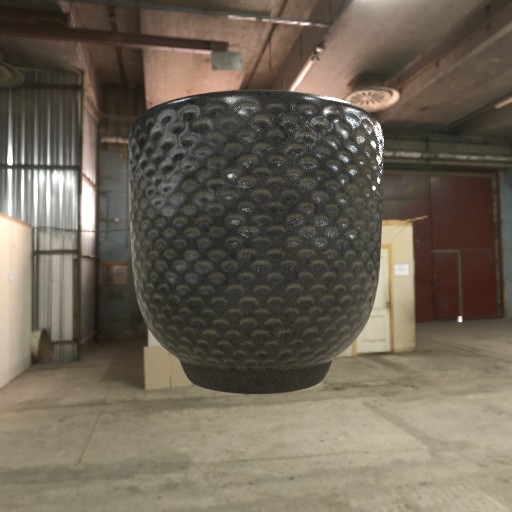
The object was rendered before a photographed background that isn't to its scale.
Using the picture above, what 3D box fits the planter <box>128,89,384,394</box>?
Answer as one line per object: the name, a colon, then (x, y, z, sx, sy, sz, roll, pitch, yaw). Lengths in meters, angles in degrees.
planter: (0.000, 0.000, 0.353, 0.197, 0.191, 0.197, 0, -2, 0)
